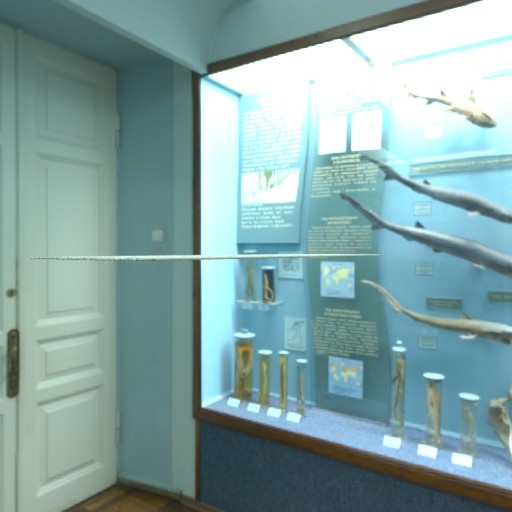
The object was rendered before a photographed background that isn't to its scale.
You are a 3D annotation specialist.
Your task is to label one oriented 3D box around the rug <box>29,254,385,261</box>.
[{"bbox_3d":[0.000,0.000,2.759,0.774,0.011,2.449,0,1,36],"label":"rug"}]
